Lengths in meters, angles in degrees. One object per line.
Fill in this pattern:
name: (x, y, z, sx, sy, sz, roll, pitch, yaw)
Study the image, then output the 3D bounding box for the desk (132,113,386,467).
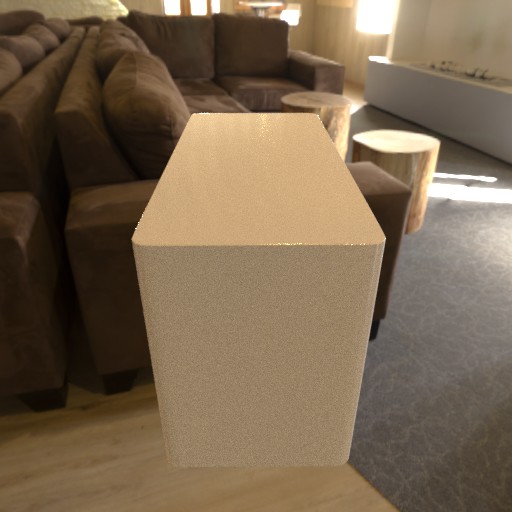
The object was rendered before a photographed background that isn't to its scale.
desk: (0.000, 0.000, 1.636, 0.550, 0.760, 1.200, 0, 31, -1)
